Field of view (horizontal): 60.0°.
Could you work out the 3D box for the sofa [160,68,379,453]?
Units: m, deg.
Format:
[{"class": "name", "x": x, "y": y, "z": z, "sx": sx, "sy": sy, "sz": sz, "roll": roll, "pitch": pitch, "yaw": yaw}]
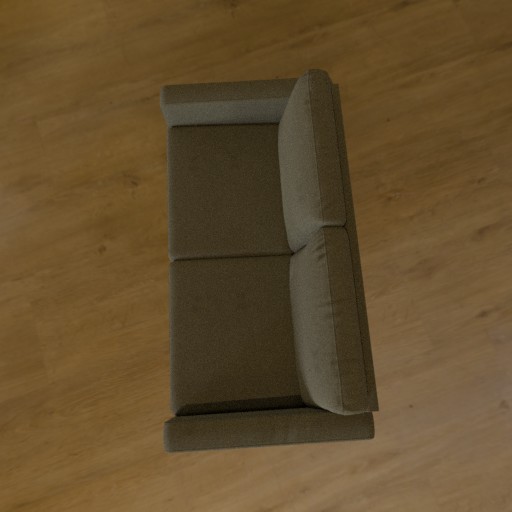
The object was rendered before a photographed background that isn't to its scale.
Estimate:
[{"class": "sofa", "x": 0.000, "y": 0.000, "z": 2.231, "sx": 0.889, "sy": 0.897, "sz": 1.730, "roll": -3, "pitch": 76, "yaw": -1}]
